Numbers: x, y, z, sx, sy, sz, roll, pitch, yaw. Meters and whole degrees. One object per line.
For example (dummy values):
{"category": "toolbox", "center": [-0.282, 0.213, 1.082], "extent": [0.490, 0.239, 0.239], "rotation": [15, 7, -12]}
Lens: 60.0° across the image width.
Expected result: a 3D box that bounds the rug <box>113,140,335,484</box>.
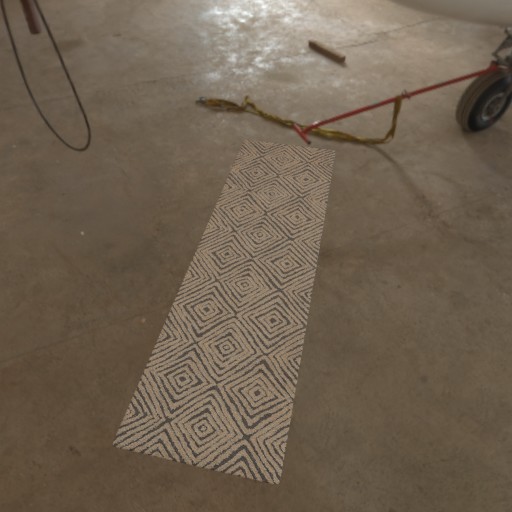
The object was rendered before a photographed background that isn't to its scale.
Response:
{"category": "rug", "center": [0.000, 0.000, 2.476], "extent": [0.676, 0.008, 2.277], "rotation": [9, 47, 8]}
